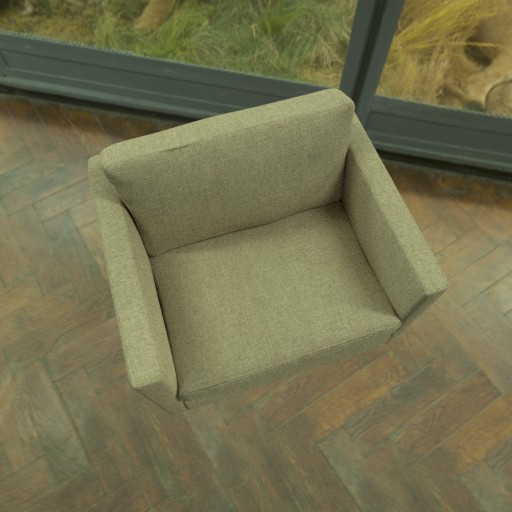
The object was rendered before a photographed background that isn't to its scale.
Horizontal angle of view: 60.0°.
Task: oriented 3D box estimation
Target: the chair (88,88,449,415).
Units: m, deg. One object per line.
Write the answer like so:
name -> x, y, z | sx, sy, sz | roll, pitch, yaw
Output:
chair -> 0.000, 0.000, 1.844 | 1.107, 0.987, 0.959 | -16, 65, -8
